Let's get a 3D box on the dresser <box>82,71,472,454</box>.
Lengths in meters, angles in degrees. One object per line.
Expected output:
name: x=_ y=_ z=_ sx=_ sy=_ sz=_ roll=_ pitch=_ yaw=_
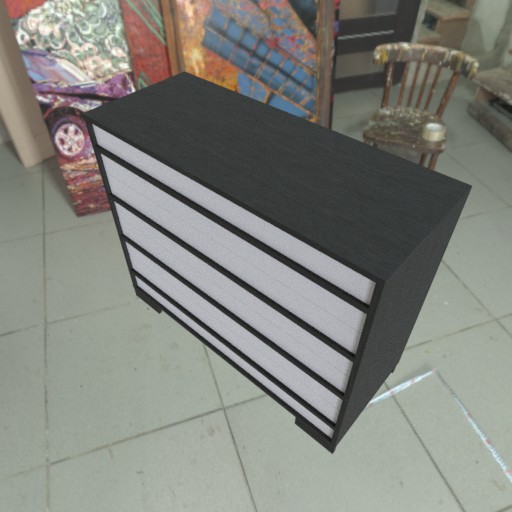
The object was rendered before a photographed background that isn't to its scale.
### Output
dresser: x=0.000 y=0.000 z=1.447 sx=0.994 sy=0.816 sz=0.404 roll=32 pitch=53 yaw=28
